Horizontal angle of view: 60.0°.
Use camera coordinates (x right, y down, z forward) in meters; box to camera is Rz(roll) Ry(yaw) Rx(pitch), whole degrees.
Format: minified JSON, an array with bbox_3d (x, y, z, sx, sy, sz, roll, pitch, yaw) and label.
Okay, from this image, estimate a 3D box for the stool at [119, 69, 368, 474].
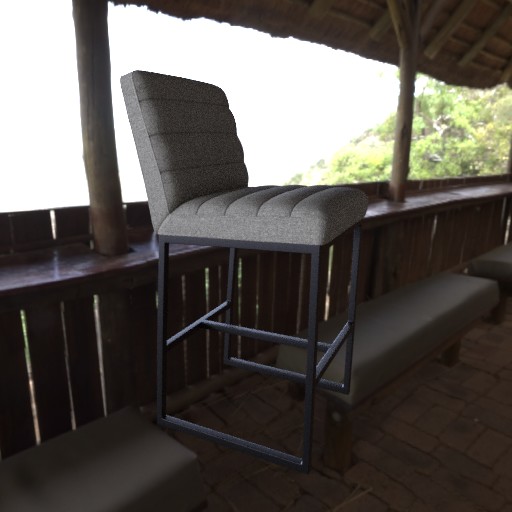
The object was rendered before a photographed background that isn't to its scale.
[{"bbox_3d":[0.000,0.000,1.337,0.571,1.034,0.459,7,17,25],"label":"stool"}]
